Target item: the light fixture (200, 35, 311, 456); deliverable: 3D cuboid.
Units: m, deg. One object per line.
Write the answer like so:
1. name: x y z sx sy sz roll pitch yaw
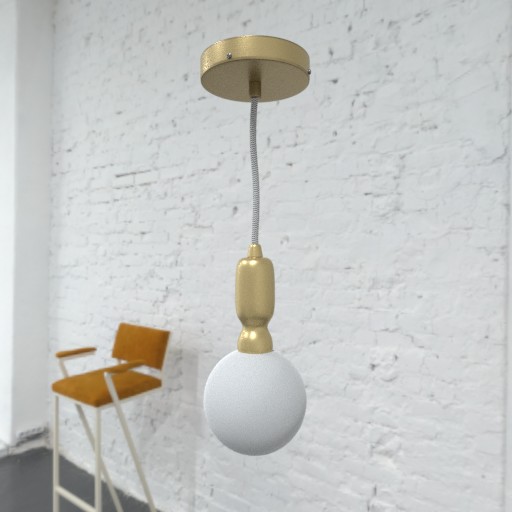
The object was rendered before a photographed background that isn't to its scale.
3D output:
1. light fixture: 0.000 0.000 0.581 0.146 0.510 0.147 0 -1 17
